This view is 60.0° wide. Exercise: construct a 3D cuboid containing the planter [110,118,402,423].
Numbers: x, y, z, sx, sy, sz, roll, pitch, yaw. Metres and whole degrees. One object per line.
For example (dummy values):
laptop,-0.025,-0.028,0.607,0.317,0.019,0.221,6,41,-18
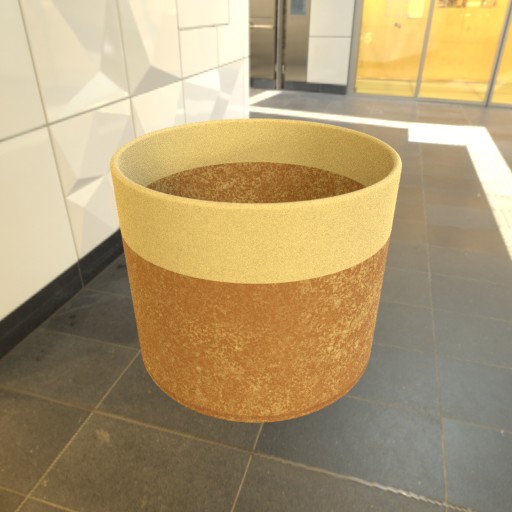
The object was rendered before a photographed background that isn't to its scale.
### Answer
planter,0.000,0.000,0.283,0.159,0.138,0.159,0,30,0
